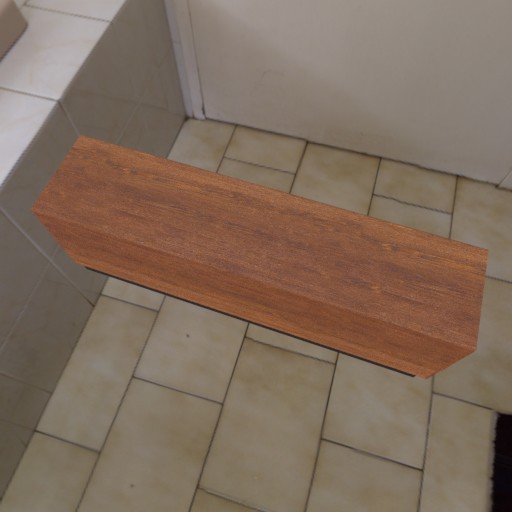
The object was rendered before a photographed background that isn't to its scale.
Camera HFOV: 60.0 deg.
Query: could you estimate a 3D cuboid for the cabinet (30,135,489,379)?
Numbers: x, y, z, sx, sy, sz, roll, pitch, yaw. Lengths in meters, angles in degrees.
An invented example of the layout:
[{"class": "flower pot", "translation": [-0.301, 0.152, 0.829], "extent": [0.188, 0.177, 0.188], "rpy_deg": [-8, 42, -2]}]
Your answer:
[{"class": "cabinet", "translation": [0.000, 0.000, 1.819], "extent": [1.600, 0.510, 0.419], "rpy_deg": [17, 65, 8]}]
